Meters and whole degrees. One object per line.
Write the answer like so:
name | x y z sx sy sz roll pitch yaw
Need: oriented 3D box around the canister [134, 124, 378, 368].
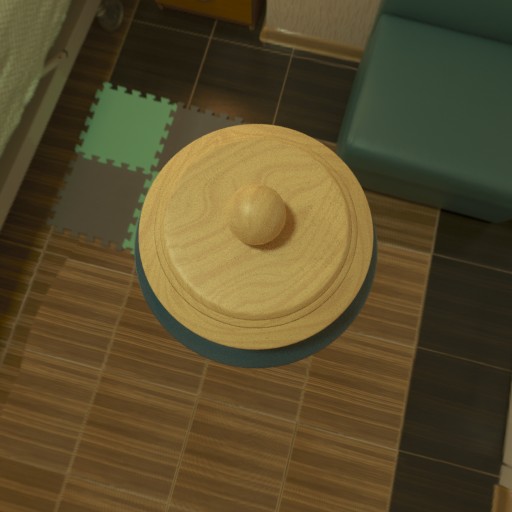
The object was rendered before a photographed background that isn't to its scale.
canister | 0.000 0.000 0.265 0.130 0.176 0.130 0 76 0
